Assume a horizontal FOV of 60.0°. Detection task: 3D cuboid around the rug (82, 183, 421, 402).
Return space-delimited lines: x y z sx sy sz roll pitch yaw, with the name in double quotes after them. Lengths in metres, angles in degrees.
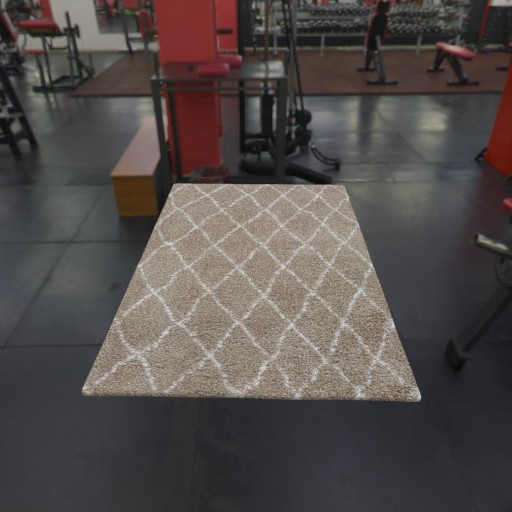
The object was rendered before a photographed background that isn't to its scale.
0.000 0.000 3.460 1.778 0.030 2.743 1 33 1 "rug"
